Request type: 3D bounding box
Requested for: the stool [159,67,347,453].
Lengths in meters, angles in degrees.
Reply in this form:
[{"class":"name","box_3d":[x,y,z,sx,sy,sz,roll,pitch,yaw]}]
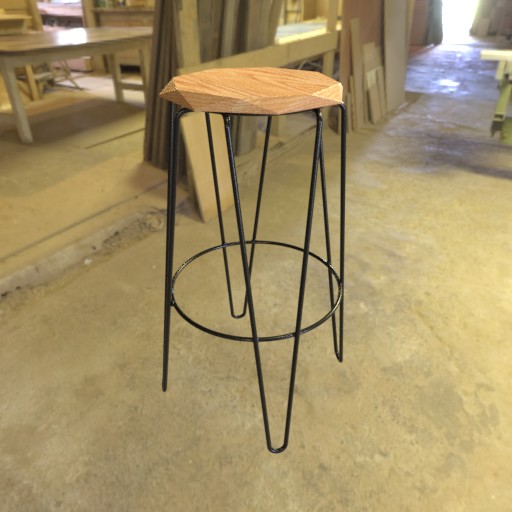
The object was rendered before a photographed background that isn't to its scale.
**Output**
[{"class":"stool","box_3d":[0.000,0.000,0.816,0.326,0.610,0.326,19,36,28]}]
